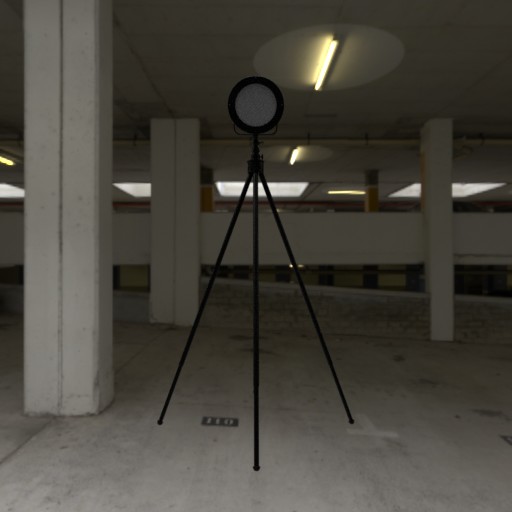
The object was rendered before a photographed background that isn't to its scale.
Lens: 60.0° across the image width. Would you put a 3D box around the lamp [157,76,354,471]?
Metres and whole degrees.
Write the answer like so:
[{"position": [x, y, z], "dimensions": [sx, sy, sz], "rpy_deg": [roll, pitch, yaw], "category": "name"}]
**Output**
[{"position": [0.000, 0.000, 1.975], "dimensions": [0.879, 1.504, 0.884], "rpy_deg": [0, 0, -1], "category": "lamp"}]
